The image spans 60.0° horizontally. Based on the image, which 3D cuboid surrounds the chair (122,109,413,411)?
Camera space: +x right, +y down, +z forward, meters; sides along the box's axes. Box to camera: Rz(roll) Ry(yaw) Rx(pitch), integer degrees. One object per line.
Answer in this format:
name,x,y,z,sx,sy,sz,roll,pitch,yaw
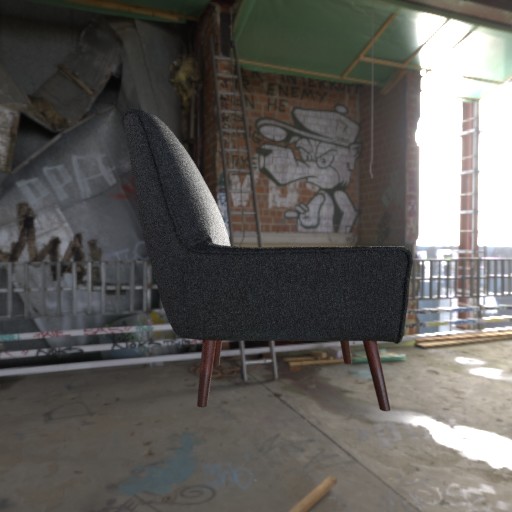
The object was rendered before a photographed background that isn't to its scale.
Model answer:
chair,0.000,0.000,1.534,0.859,0.883,0.763,0,1,0
